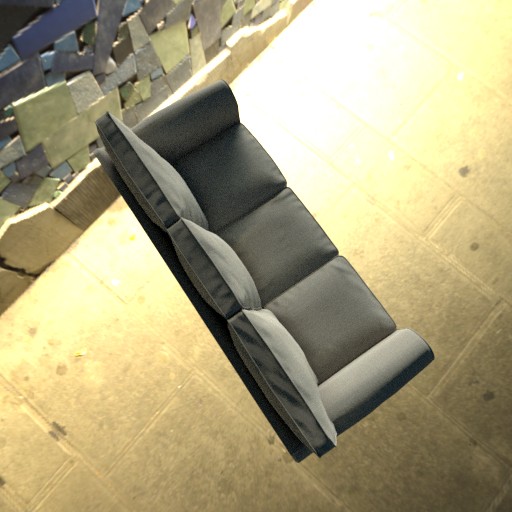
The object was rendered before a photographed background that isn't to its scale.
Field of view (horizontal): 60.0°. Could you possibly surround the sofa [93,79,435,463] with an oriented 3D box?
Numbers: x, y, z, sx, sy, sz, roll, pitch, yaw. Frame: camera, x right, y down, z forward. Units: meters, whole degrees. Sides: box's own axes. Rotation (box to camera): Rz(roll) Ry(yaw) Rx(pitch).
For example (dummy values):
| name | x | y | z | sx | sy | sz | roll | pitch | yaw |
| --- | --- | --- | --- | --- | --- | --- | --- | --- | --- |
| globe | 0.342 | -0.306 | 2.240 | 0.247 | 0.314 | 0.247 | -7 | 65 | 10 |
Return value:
| name | x | y | z | sx | sy | sz | roll | pitch | yaw |
| --- | --- | --- | --- | --- | --- | --- | --- | --- | --- |
| sofa | 0.000 | 0.000 | 2.621 | 0.916 | 0.961 | 2.084 | -34 | 78 | -8 |
